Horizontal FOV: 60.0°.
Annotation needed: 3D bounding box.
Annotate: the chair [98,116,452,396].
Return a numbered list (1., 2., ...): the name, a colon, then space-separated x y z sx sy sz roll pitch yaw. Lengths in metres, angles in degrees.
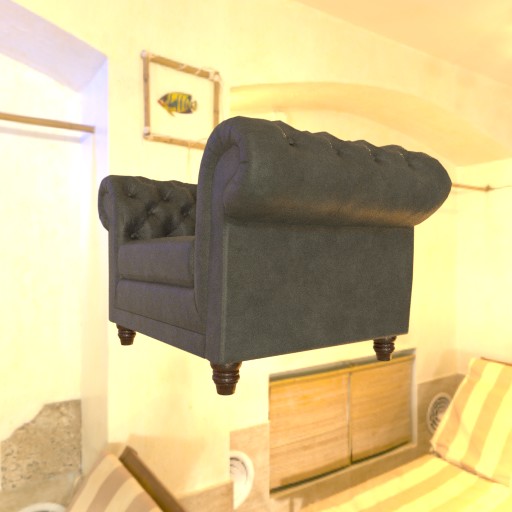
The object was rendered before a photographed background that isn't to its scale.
1. chair: 0.000 0.000 1.831 0.943 0.780 1.298 0 0 -35
